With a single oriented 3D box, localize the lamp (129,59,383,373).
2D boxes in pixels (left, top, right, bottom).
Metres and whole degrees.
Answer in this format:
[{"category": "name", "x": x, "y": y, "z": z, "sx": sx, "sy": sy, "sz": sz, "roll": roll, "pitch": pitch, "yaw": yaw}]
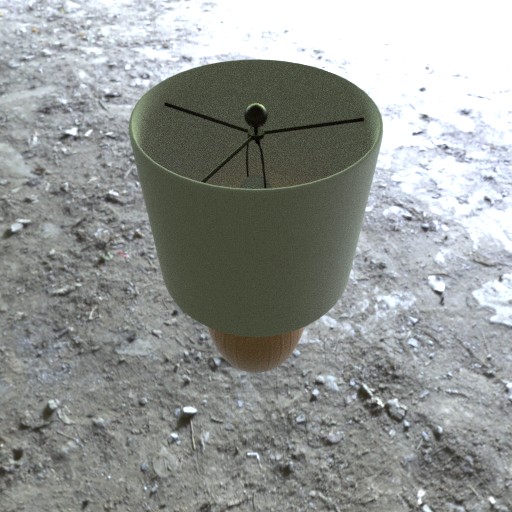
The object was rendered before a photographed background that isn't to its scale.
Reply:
[{"category": "lamp", "x": 0.000, "y": 0.000, "z": 0.778, "sx": 0.329, "sy": 0.570, "sz": 0.329, "roll": 0, "pitch": 47, "yaw": 0}]
